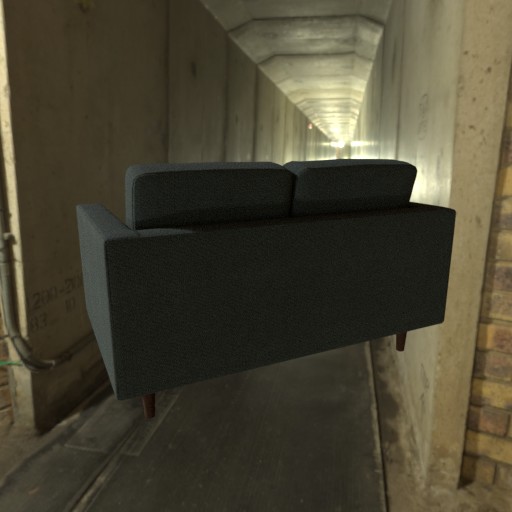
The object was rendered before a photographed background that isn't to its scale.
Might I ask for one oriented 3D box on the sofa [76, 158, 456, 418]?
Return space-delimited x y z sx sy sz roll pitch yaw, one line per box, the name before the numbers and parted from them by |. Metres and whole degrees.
sofa | 0.000 0.000 2.151 1.518 0.930 0.999 -7 16 -25
